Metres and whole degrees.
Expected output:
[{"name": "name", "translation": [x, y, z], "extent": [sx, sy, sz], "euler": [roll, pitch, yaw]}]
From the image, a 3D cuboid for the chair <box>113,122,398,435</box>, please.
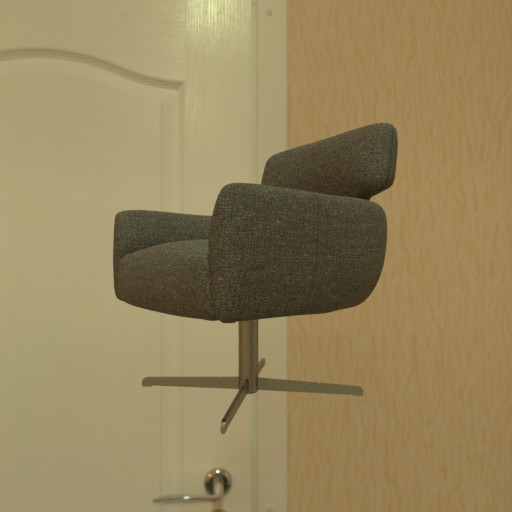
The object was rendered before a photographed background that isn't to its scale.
[{"name": "chair", "translation": [0.000, 0.000, 1.350], "extent": [0.715, 0.812, 0.706], "euler": [0, -1, -36]}]
